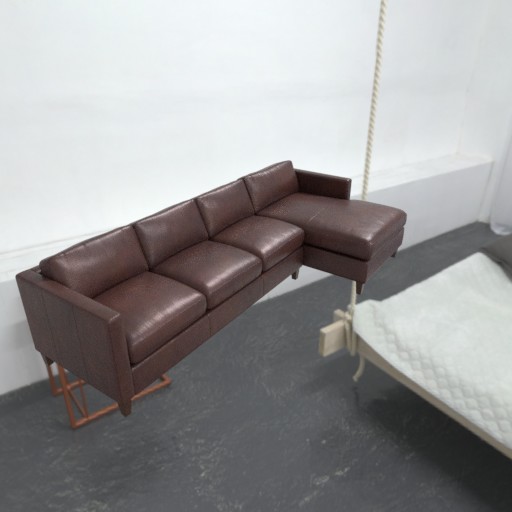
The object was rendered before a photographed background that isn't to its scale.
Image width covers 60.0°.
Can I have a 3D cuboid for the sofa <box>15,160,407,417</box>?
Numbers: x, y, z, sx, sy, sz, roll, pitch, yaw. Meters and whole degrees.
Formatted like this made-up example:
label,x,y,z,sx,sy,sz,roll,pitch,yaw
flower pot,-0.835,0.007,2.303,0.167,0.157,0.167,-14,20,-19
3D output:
label,x,y,z,sx,sy,sz,roll,pitch,yaw
sofa,0.000,0.000,3.757,1.581,0.883,3.203,17,32,31
